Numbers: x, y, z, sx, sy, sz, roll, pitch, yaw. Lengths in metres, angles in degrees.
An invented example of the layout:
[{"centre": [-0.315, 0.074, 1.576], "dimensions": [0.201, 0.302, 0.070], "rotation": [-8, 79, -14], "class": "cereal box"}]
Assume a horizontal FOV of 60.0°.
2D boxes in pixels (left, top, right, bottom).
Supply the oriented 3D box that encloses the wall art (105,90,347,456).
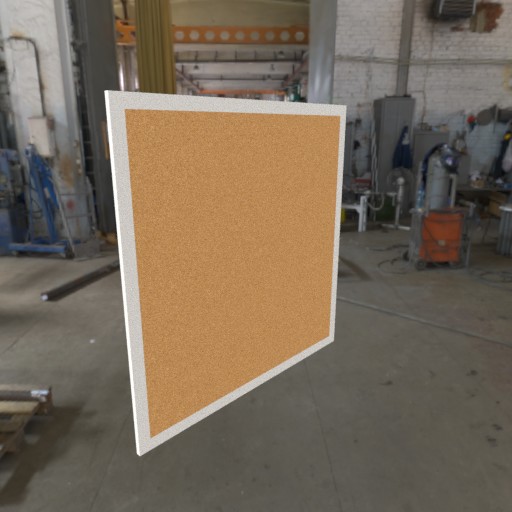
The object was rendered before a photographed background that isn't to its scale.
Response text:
[{"centre": [0.000, 0.000, 0.840], "dimensions": [0.009, 0.559, 0.558], "rotation": [15, 22, 41], "class": "wall art"}]
